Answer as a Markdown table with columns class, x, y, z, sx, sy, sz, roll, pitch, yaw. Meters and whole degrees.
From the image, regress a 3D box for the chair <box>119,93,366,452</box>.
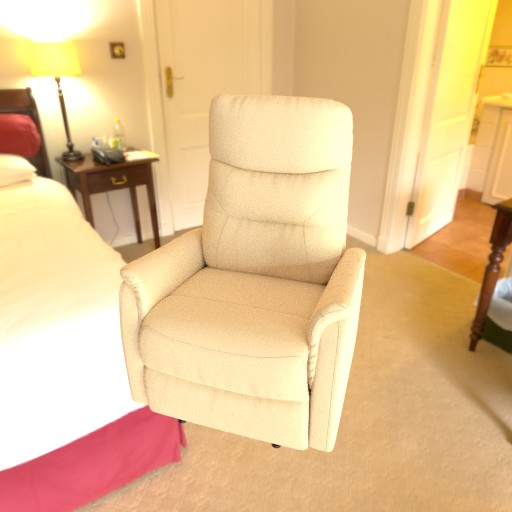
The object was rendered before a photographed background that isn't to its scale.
| class | x | y | z | sx | sy | sz | roll | pitch | yaw |
| --- | --- | --- | --- | --- | --- | --- | --- | --- | --- |
| chair | 0.000 | 0.000 | 1.656 | 0.775 | 1.082 | 0.831 | 8 | 27 | 16 |
